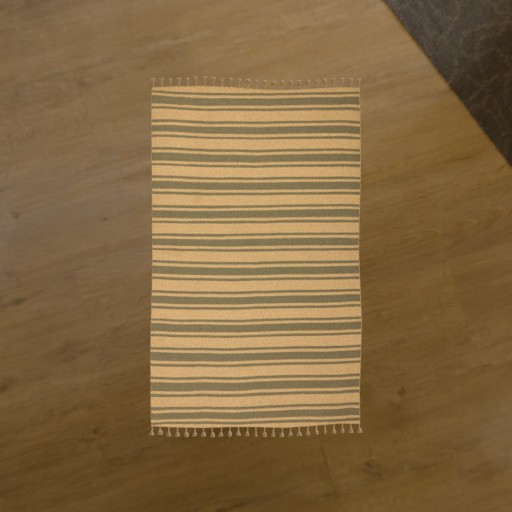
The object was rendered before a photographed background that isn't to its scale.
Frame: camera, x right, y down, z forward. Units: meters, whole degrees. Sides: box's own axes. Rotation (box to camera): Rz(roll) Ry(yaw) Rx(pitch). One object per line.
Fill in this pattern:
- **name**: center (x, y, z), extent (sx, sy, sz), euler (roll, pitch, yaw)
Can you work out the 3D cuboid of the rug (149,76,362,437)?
- **rug**: center (0.000, 0.000, 2.561), extent (1.222, 0.009, 2.084), euler (0, 89, -1)
